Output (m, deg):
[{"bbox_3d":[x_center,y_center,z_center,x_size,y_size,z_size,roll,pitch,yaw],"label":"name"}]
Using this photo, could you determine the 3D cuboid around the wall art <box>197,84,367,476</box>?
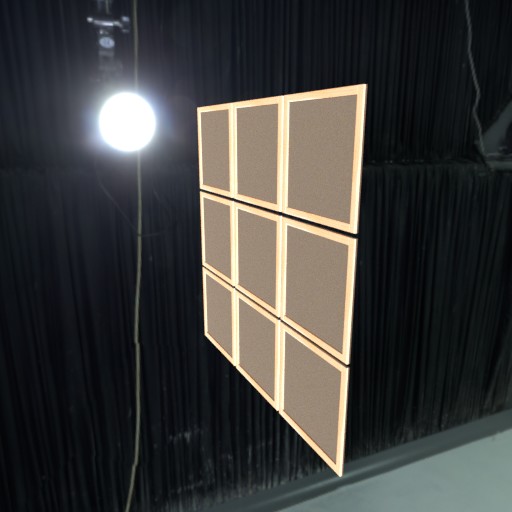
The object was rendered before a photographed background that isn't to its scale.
[{"bbox_3d":[0.000,0.000,1.825,0.013,1.218,1.216,-8,17,-27],"label":"wall art"}]
